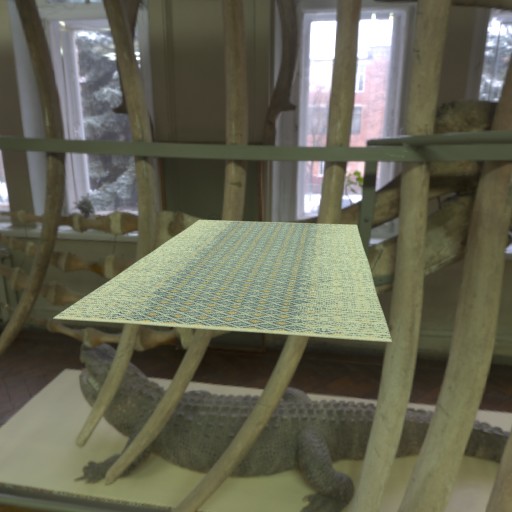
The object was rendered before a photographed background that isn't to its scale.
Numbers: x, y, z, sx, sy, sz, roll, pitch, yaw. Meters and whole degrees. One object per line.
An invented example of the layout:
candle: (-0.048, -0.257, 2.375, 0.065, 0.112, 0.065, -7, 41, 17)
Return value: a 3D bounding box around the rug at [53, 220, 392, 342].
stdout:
rug: (0.000, 0.000, 3.127, 1.541, 0.008, 2.448, 2, 16, 9)
